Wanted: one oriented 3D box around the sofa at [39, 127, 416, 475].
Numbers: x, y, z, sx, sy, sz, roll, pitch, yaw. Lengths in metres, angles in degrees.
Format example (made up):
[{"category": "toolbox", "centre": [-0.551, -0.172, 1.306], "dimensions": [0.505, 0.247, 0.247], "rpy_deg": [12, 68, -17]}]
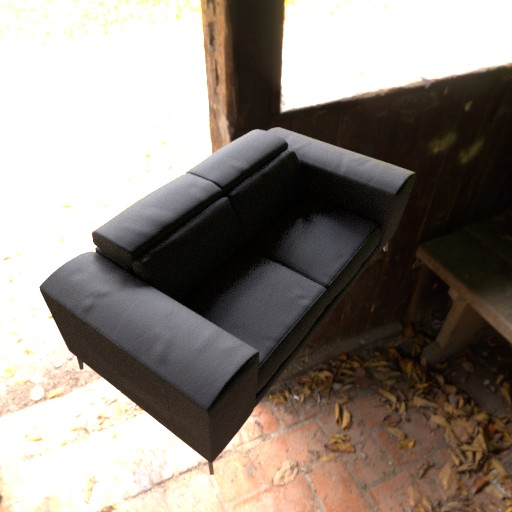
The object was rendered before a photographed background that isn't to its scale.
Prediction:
[{"category": "sofa", "centre": [0.000, 0.000, 2.419], "dimensions": [1.003, 0.779, 1.895], "rpy_deg": [26, 49, 26]}]
